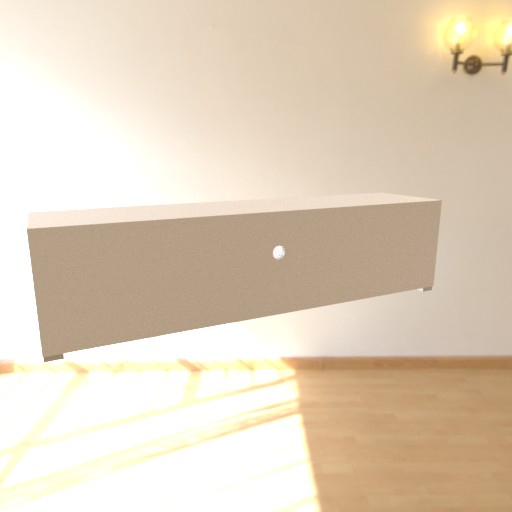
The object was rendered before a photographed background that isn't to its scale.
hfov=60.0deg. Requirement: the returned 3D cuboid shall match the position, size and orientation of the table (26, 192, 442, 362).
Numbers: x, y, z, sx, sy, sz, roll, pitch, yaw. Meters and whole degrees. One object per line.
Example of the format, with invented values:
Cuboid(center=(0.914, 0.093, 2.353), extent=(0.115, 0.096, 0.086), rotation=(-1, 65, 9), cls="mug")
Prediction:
Cuboid(center=(0.000, 0.000, 1.837), extent=(1.650, 0.420, 0.390), rotation=(-7, 15, -25), cls="table")
